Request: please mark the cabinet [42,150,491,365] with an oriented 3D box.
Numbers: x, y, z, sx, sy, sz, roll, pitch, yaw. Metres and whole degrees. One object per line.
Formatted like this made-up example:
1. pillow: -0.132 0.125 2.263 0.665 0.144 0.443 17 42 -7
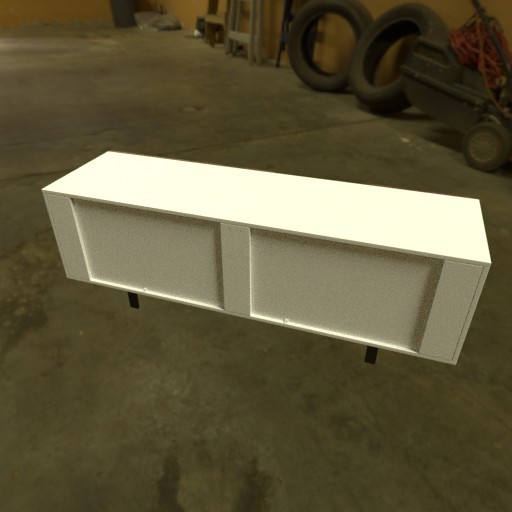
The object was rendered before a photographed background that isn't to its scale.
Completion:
1. cabinet: 0.000 0.000 1.725 1.499 0.533 0.431 10 35 15
